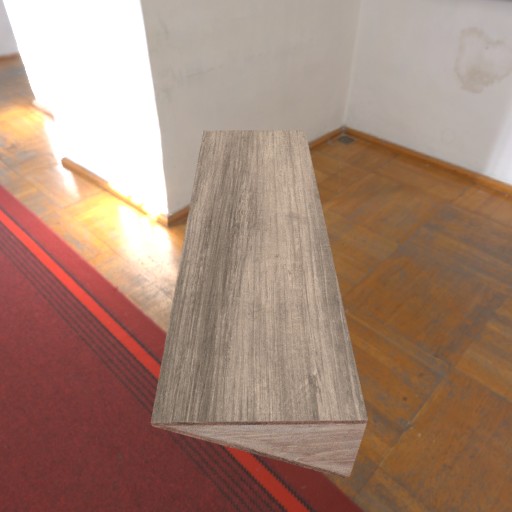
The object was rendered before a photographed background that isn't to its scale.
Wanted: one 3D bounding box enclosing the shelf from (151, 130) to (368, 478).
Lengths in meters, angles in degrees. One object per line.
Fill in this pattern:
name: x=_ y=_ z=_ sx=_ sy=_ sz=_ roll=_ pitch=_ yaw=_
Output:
shelf: x=0.000 y=0.000 z=0.679 sx=0.200 sy=0.125 sz=0.610 roll=0 pitch=41 yaw=0
